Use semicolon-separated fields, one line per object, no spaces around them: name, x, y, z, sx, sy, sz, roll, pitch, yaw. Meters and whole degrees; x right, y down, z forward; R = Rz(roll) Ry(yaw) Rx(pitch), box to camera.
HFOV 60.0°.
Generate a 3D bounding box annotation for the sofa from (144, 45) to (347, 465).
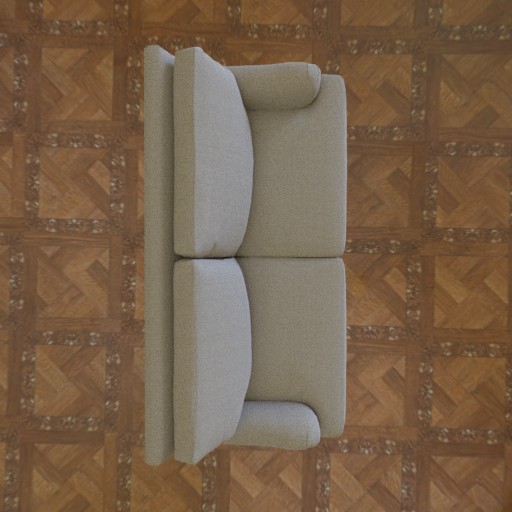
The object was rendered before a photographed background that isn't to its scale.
sofa;0.000;0.000;2.633;1.087;1.054;2.160;0;91;2
